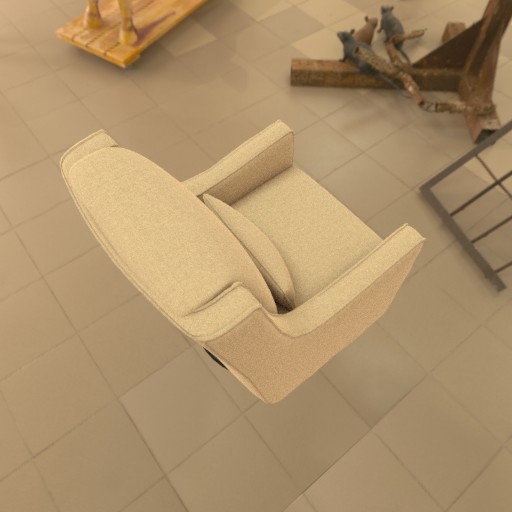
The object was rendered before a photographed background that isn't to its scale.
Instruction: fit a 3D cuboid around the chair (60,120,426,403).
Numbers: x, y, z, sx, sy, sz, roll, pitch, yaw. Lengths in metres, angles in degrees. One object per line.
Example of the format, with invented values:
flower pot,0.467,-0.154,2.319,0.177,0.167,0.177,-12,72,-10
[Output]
chair,0.000,0.000,1.536,0.879,0.993,0.732,-34,64,-20
